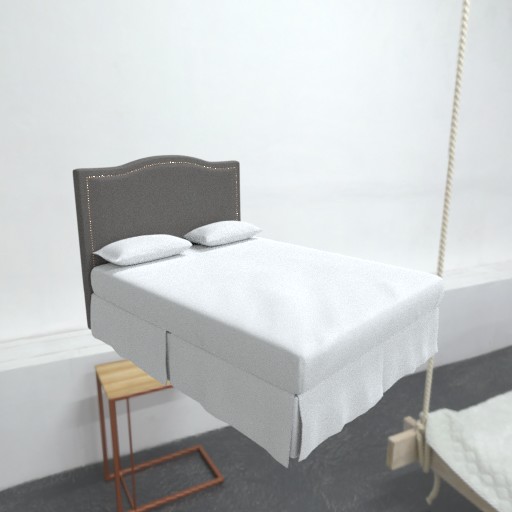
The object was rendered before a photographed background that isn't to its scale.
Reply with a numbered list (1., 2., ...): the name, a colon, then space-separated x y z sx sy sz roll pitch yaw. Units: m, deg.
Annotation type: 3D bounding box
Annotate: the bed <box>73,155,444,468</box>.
1. bed: 0.000 0.000 3.368 2.282 1.436 1.821 14 21 42
